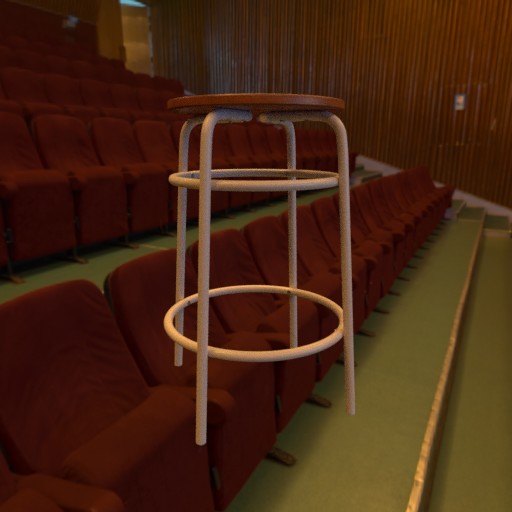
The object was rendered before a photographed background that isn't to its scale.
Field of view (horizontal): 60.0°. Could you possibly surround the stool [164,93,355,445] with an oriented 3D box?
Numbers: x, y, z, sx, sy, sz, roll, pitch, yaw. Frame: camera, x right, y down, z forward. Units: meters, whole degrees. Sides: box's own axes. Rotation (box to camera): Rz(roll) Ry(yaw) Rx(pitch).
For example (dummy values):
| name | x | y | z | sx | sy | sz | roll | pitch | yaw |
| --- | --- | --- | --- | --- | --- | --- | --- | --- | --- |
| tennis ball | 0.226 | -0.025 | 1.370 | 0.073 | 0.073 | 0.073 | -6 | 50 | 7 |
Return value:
| name | x | y | z | sx | sy | sz | roll | pitch | yaw |
| --- | --- | --- | --- | --- | --- | --- | --- | --- | --- |
| stool | 0.000 | 0.000 | 0.929 | 0.455 | 0.610 | 0.455 | 7 | 16 | 27 |
